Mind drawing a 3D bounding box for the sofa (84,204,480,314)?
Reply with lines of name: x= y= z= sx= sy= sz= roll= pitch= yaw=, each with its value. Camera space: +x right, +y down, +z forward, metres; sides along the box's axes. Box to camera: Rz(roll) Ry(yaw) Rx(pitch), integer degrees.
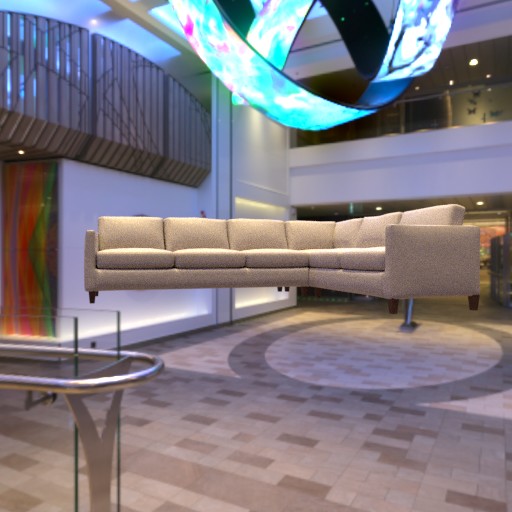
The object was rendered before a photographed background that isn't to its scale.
sofa: x=0.000 y=0.000 z=4.497 sx=3.333 sy=0.934 sz=2.522 roll=0 pitch=0 yaw=-17
